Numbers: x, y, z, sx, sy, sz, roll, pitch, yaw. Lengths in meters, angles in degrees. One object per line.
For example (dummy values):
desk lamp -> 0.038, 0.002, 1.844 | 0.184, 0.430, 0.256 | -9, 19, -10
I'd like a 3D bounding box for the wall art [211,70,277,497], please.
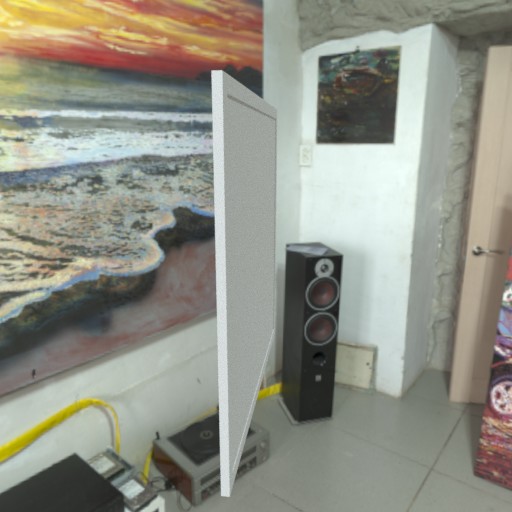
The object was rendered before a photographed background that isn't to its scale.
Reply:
wall art -> 0.000, 0.000, 0.973 | 0.015, 0.660, 0.660 | 2, 14, 9
